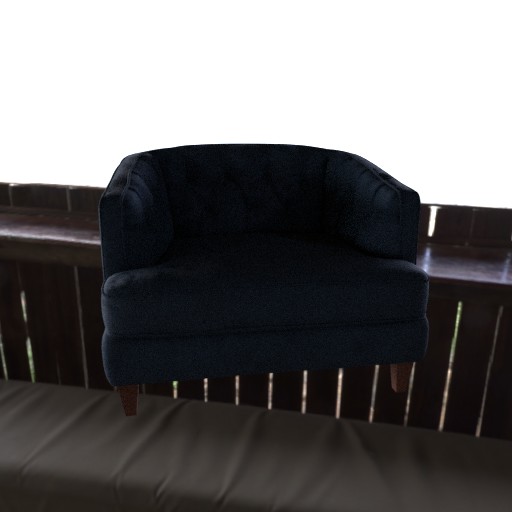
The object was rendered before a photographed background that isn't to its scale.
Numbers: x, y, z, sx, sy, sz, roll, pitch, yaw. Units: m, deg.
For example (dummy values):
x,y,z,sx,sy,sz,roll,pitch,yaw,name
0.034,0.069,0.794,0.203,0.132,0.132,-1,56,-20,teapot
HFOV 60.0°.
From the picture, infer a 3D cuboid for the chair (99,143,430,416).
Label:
x,y,z,sx,sy,sz,roll,pitch,yaw,name
0.000,0.000,1.767,1.094,0.852,0.940,-2,16,-8,chair
